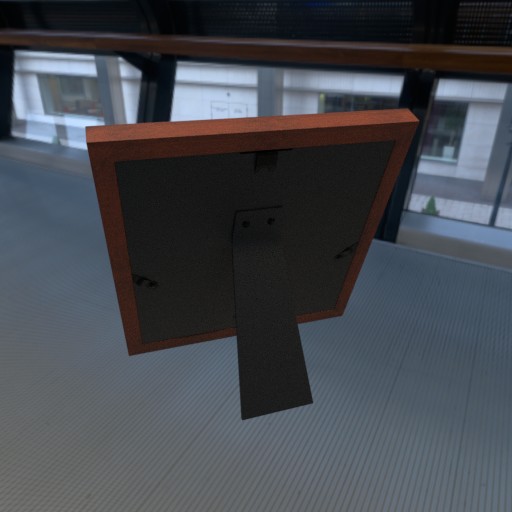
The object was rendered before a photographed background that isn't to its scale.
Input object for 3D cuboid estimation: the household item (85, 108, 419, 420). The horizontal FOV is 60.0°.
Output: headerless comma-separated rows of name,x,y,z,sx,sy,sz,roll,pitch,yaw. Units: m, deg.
household item,0.000,0.000,0.385,0.240,0.240,0.131,-8,28,-15
